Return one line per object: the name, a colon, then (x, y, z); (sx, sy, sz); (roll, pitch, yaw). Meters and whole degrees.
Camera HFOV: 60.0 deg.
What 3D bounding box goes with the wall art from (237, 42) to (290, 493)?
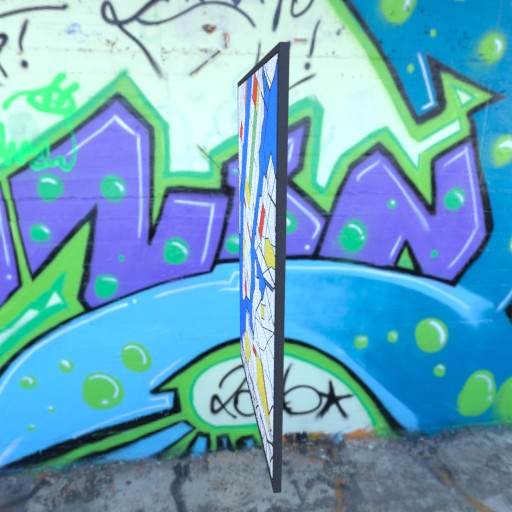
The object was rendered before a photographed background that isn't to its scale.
wall art: (0.000, 0.000, 0.840); (0.013, 0.660, 0.460); (-2, 16, -8)
